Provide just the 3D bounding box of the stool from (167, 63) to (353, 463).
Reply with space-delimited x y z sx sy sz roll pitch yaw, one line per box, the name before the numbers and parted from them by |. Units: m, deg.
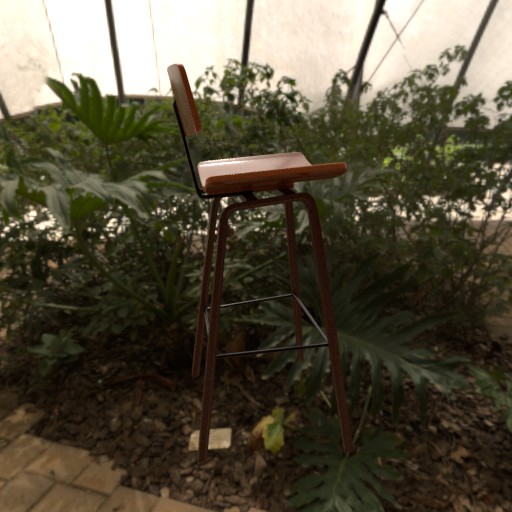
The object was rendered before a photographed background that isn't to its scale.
stool | 0.000 0.000 1.252 0.440 0.969 0.509 -3 17 -10
